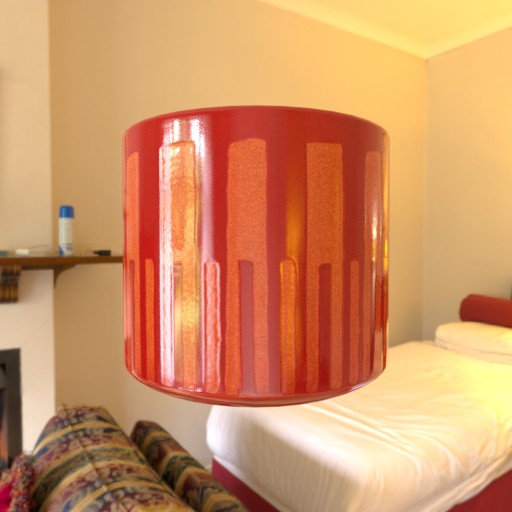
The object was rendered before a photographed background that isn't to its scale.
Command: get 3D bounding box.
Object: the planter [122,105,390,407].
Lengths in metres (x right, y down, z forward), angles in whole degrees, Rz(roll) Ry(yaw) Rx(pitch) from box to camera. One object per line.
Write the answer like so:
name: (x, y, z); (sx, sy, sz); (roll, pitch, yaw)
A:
planter: (0.000, 0.000, 0.399); (0.230, 0.202, 0.230); (0, 2, 0)
